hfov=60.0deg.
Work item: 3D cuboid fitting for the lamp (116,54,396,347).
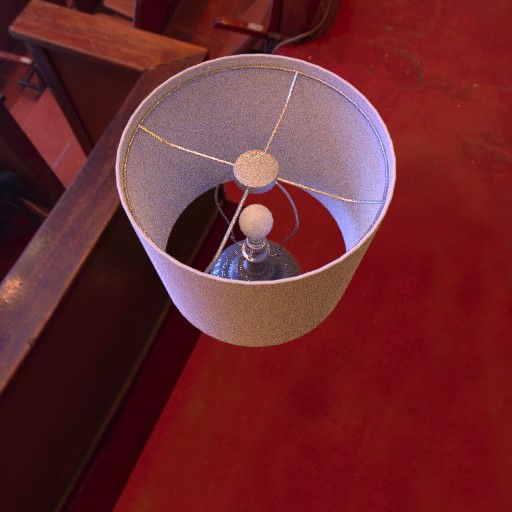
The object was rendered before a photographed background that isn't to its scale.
[{"bbox_3d":[0.000,0.000,0.495,0.207,0.366,0.207,19,67,8],"label":"lamp"}]
